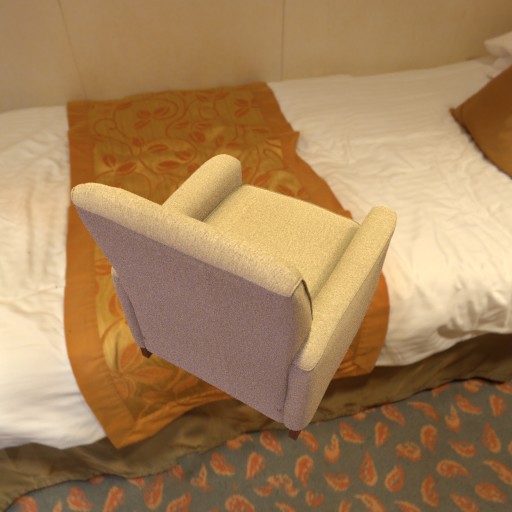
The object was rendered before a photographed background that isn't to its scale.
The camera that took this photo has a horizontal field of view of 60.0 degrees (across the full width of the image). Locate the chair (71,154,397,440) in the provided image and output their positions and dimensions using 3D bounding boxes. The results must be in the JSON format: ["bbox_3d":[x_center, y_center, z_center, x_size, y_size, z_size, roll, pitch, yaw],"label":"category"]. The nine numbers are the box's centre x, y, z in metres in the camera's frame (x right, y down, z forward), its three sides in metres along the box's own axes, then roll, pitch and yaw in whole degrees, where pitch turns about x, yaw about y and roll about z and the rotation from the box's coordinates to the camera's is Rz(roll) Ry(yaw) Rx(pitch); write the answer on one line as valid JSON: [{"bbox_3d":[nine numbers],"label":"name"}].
[{"bbox_3d":[0.000,0.000,1.649,0.848,1.014,0.864,22,50,20],"label":"chair"}]
